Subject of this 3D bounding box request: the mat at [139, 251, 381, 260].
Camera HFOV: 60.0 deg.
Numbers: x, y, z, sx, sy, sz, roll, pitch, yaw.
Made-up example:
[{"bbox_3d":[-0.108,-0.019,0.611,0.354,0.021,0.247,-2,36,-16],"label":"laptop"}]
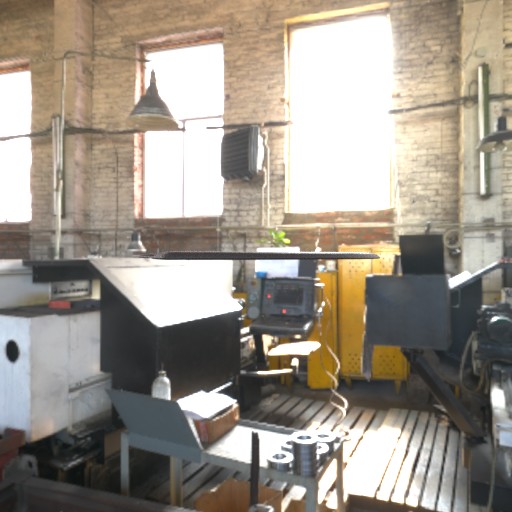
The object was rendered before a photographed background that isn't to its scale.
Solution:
[{"bbox_3d":[0.000,0.000,1.877,0.917,0.022,1.525,0,0,-17],"label":"mat"}]
